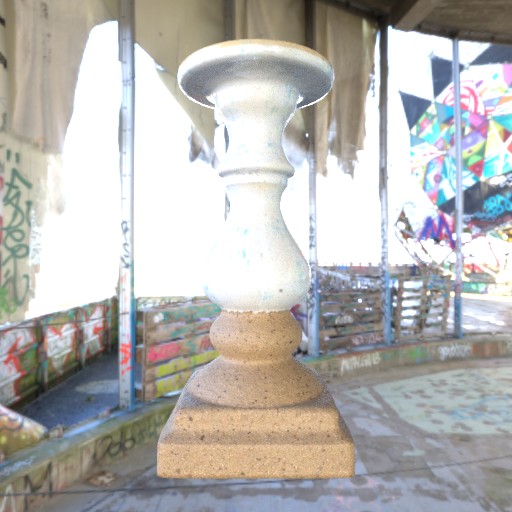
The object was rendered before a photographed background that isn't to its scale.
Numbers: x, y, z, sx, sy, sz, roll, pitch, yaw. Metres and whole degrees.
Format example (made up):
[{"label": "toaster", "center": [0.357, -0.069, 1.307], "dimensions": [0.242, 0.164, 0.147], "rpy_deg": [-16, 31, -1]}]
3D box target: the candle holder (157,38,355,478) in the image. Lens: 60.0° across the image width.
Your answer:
[{"label": "candle holder", "center": [0.000, 0.000, 0.292], "dimensions": [0.110, 0.239, 0.110], "rpy_deg": [0, 0, 0]}]
